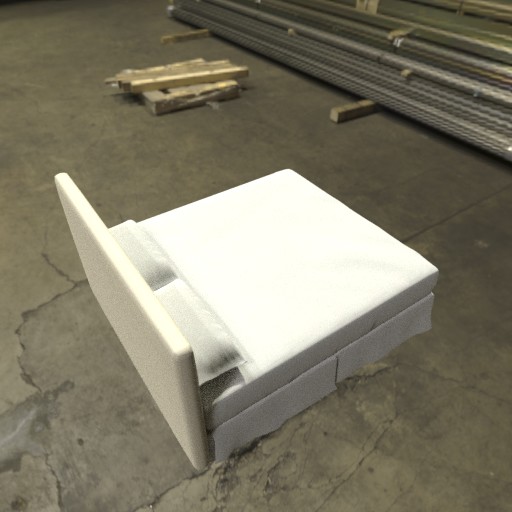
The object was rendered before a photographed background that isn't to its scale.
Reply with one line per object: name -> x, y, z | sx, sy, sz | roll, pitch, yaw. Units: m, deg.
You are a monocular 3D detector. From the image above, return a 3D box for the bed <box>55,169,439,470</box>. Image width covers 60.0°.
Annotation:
bed -> 0.000, 0.000, 3.613 | 2.341, 1.317, 2.119 | -24, 46, -25
